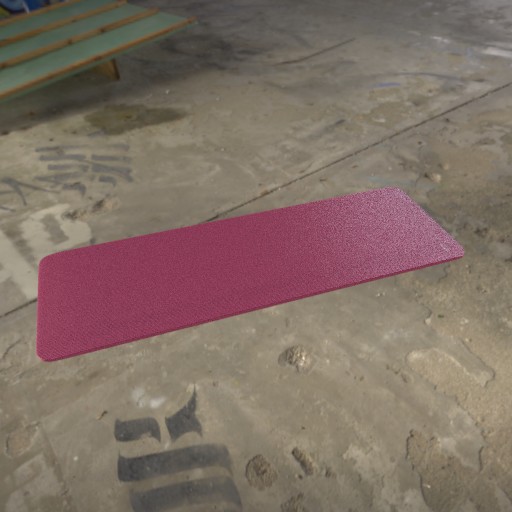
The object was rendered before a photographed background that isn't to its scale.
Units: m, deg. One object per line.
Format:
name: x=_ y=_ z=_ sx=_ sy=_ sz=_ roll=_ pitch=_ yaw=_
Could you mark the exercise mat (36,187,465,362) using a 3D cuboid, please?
exercise mat: x=0.000 y=0.000 z=2.034 sx=1.884 sy=0.021 sz=0.616 roll=-13 pitch=43 yaw=-14
